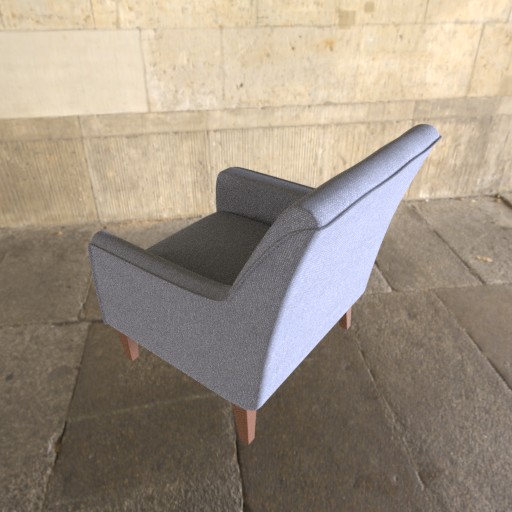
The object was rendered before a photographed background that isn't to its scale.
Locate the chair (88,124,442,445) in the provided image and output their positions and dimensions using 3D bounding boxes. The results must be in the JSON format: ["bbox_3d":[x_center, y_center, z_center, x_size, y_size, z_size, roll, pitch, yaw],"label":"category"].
[{"bbox_3d":[0.000,0.000,1.586,0.899,0.919,0.780,22,39,30],"label":"chair"}]
